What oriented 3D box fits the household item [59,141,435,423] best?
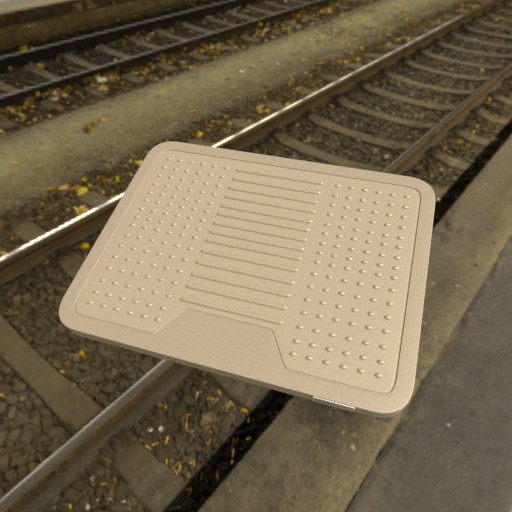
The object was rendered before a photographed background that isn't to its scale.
[{"bbox_3d":[0.000,0.000,0.539,0.390,0.126,0.301,12,42,13],"label":"household item"}]
